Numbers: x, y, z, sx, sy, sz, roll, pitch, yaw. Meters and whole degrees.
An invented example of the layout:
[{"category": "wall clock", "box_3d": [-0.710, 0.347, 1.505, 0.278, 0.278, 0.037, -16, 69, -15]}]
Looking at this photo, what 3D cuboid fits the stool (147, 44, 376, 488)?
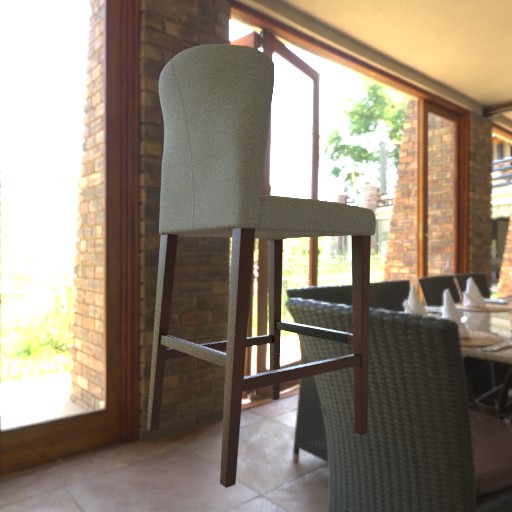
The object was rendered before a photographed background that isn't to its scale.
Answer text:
[{"category": "stool", "box_3d": [0.000, 0.000, 1.349, 0.568, 1.069, 0.479, 0, 0, -37]}]
